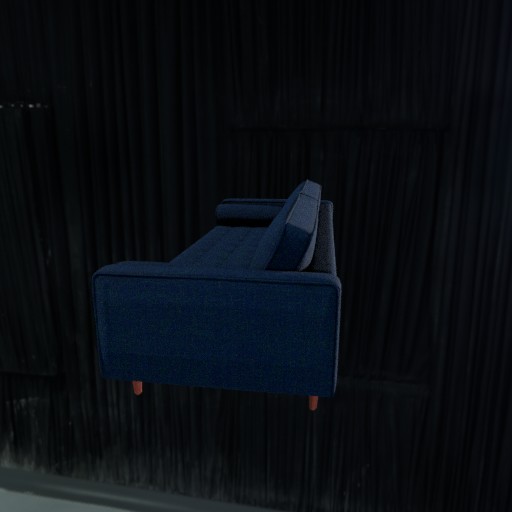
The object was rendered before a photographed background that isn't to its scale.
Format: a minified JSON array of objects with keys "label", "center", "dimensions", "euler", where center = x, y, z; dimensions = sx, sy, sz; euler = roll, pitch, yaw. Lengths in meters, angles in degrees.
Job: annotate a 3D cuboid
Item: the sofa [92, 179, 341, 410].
[{"label":"sofa","center":[0.000,0.000,2.628],"dimensions":[0.914,0.762,2.210],"euler":[2,14,8]}]
